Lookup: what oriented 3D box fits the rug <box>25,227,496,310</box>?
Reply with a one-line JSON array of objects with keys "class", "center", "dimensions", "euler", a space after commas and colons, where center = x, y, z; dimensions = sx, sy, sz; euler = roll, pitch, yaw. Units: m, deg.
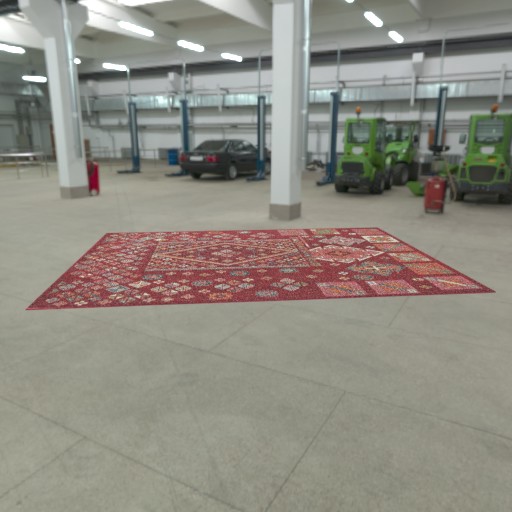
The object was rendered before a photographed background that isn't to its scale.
[{"class": "rug", "center": [0.000, 0.000, 2.798], "dimensions": [2.184, 0.007, 1.579], "euler": [-2, 15, -6]}]
